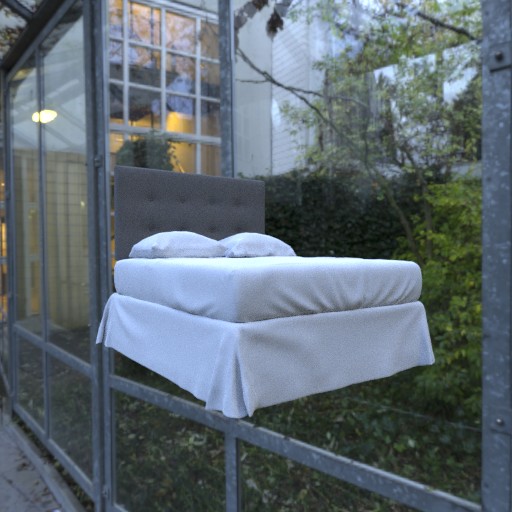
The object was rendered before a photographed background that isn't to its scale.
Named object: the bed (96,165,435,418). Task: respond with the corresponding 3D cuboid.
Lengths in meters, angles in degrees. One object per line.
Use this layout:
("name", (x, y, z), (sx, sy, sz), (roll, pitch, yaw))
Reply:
("bed", (0.000, 0.000, 3.571), (1.936, 1.577, 2.222), (-1, 1, -36))
